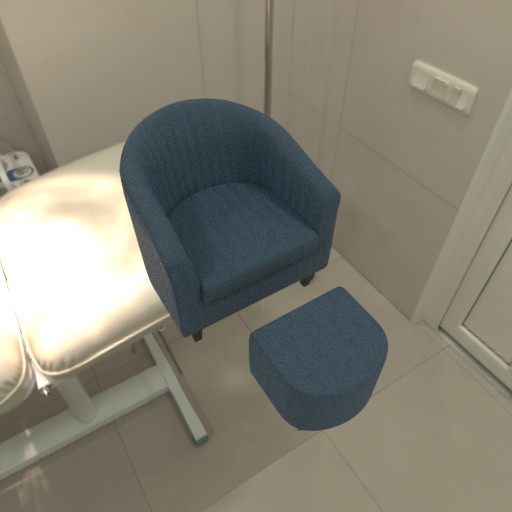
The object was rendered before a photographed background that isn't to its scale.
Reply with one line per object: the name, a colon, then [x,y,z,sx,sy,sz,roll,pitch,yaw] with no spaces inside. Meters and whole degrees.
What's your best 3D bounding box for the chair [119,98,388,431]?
chair: [0.000,0.000,1.765,0.756,0.757,1.288,-25,51,-21]
